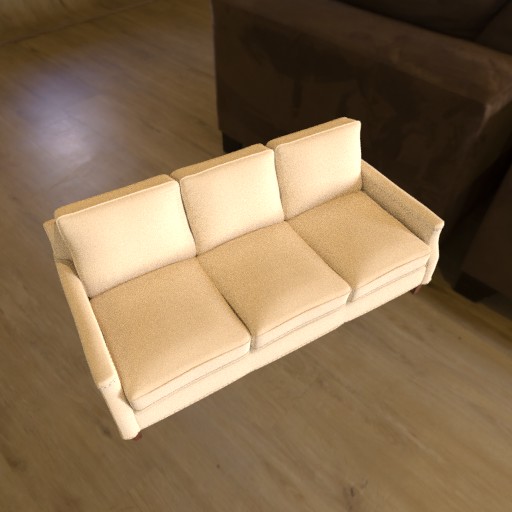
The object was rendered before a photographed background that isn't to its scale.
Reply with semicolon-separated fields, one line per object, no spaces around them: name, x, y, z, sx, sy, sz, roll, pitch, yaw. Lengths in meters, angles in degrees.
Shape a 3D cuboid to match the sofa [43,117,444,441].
sofa;0.000;0.000;2.790;2.246;1.003;1.084;-23;50;-20
